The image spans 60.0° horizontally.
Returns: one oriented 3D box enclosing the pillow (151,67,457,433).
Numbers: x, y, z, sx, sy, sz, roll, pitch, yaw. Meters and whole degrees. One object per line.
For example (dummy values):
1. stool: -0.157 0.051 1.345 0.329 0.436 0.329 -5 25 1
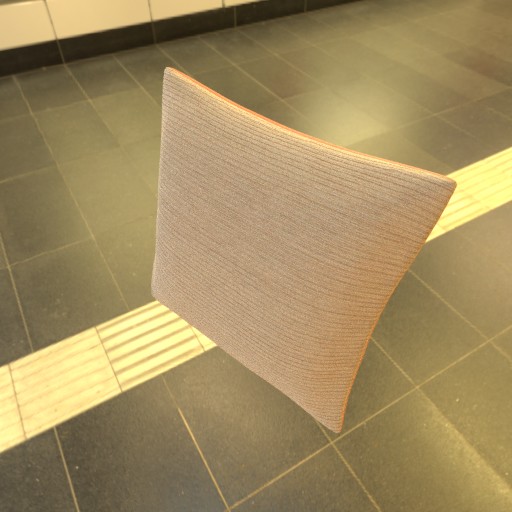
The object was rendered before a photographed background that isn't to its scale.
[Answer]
1. pillow: 0.000 0.000 0.644 0.424 0.401 0.177 31 53 26
